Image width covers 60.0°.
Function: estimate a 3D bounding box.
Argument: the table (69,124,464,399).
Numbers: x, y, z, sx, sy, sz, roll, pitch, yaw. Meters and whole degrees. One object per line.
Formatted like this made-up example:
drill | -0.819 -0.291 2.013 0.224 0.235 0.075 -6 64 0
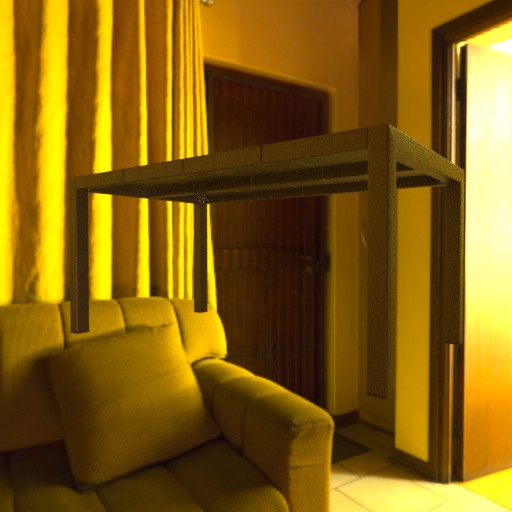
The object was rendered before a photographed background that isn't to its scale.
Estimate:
table | 0.000 0.000 1.247 0.965 0.460 0.559 1 2 37
